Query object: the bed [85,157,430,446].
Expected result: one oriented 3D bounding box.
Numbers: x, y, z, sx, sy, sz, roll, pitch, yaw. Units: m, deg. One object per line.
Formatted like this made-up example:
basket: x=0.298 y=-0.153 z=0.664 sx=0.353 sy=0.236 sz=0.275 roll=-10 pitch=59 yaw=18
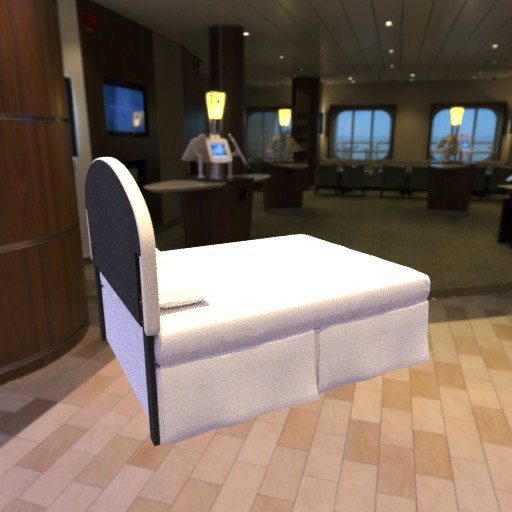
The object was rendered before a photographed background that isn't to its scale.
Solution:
bed: x=0.000 y=0.000 z=3.141 sx=2.005 sy=1.410 sz=1.607 roll=-8 pitch=17 yaw=-28
